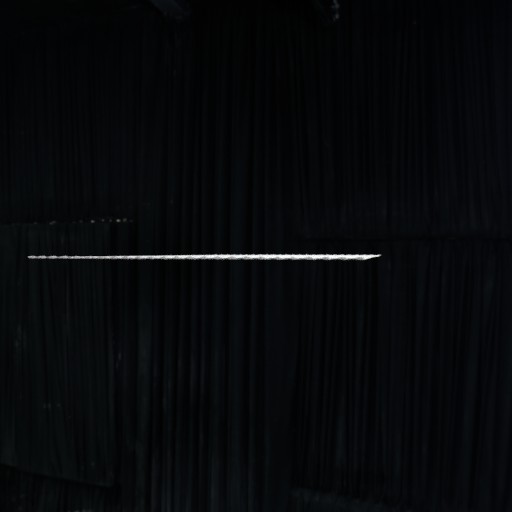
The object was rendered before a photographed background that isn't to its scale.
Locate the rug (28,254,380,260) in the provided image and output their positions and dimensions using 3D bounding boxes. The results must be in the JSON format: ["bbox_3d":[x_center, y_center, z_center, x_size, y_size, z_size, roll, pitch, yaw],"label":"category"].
[{"bbox_3d":[0.000,0.000,3.881,2.030,0.017,3.040,0,0,17],"label":"rug"}]
